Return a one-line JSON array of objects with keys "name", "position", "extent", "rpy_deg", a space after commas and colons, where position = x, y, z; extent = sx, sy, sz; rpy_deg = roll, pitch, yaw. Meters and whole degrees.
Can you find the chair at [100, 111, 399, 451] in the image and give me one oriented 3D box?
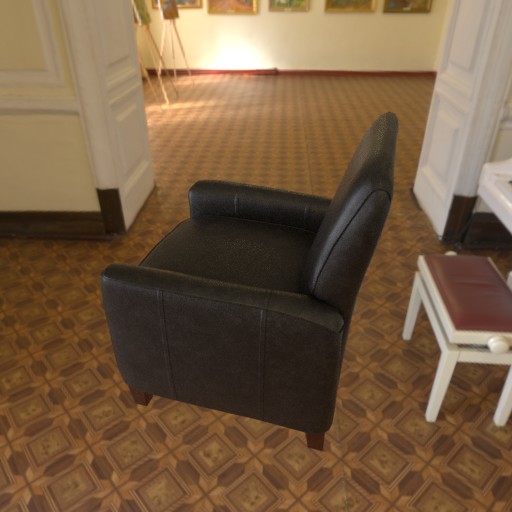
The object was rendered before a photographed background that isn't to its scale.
[{"name": "chair", "position": [0.000, 0.000, 1.636], "extent": [0.864, 1.014, 0.848], "rpy_deg": [9, 33, 14]}]
